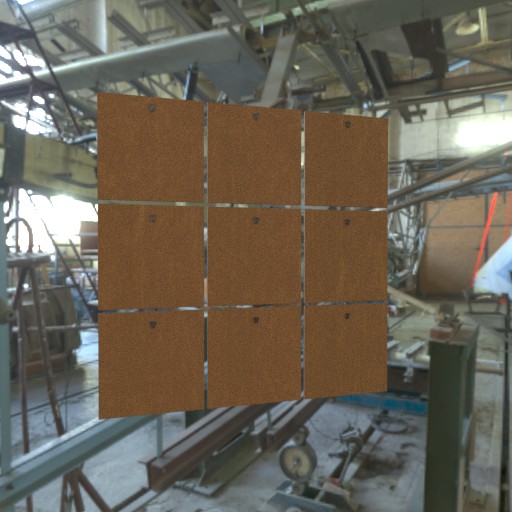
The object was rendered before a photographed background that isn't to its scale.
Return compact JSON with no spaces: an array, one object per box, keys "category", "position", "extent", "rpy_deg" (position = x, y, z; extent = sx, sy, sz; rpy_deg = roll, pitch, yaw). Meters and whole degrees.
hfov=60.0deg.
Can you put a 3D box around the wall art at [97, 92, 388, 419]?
[{"category":"wall art","position":[0.000,0.000,2.266],"extent":[1.526,1.522,0.023],"rpy_deg":[0,1,-16]}]
